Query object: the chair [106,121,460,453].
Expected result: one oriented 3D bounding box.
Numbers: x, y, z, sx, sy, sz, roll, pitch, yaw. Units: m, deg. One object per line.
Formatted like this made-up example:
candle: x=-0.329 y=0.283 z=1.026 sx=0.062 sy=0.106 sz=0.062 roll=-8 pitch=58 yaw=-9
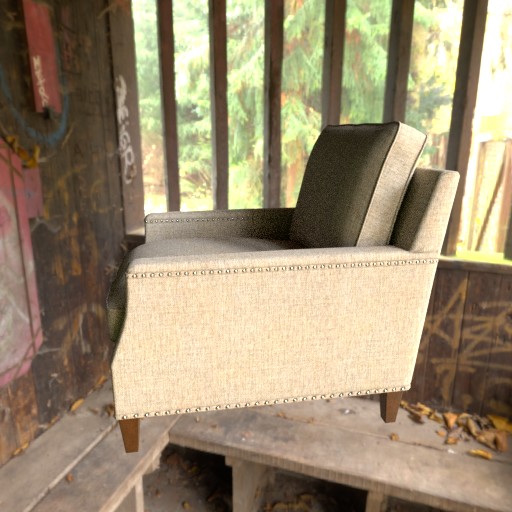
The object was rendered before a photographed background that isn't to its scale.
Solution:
chair: x=0.000 y=0.000 z=1.632 sx=1.014 sy=0.943 sz=0.853 roll=-3 pitch=15 yaw=-10
